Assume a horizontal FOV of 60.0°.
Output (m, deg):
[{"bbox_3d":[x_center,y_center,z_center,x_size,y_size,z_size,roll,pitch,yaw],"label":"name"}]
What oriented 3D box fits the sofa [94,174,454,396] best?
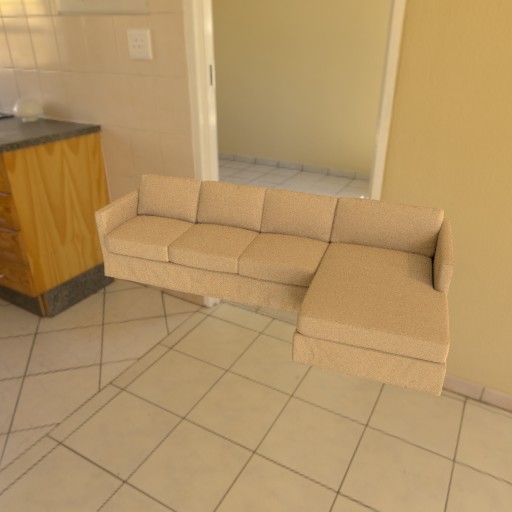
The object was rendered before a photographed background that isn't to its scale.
[{"bbox_3d":[0.000,0.000,3.913,3.177,0.867,1.622,9,28,17],"label":"sofa"}]
